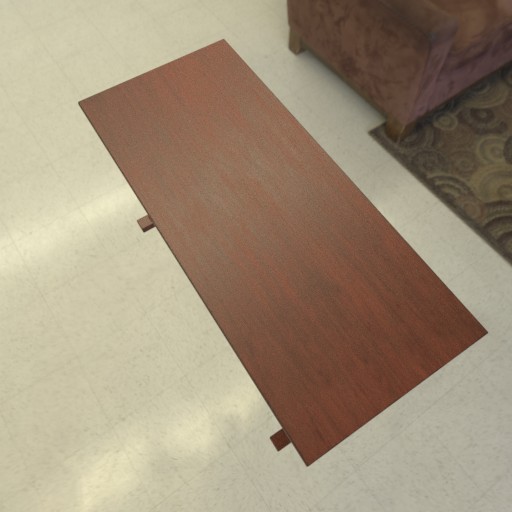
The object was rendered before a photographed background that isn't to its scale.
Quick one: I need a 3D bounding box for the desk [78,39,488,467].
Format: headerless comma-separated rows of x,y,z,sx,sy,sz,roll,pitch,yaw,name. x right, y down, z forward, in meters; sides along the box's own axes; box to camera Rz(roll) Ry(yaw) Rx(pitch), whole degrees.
0.000,0.000,1.708,0.600,0.761,1.372,-30,68,-14,desk
